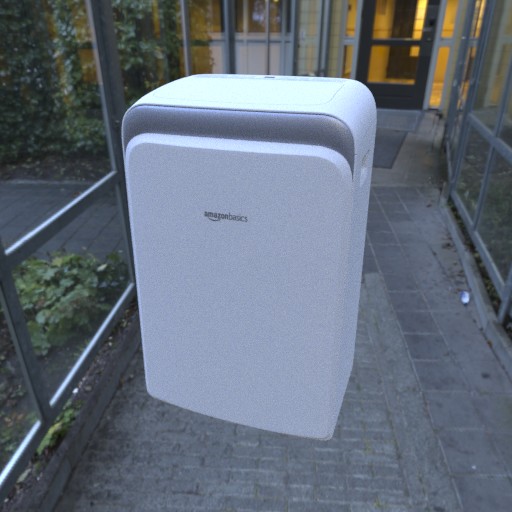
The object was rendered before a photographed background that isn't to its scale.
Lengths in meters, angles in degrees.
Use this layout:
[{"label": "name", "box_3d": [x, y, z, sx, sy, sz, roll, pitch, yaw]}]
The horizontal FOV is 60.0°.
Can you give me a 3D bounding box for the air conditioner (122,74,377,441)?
[{"label": "air conditioner", "box_3d": [0.000, 0.000, 0.951, 0.454, 0.700, 0.365, 8, 29, 16]}]
